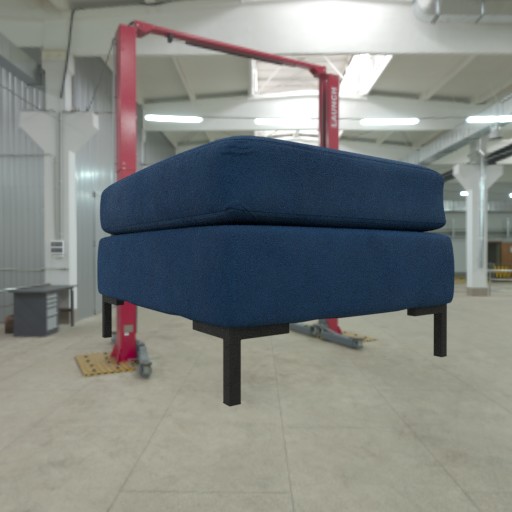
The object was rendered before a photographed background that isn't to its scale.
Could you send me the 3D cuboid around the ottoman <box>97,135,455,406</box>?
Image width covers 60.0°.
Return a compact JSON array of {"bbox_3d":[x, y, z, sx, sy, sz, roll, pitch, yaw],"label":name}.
[{"bbox_3d":[0.000,0.000,1.201,0.655,0.485,0.794,0,1,-35],"label":"ottoman"}]
